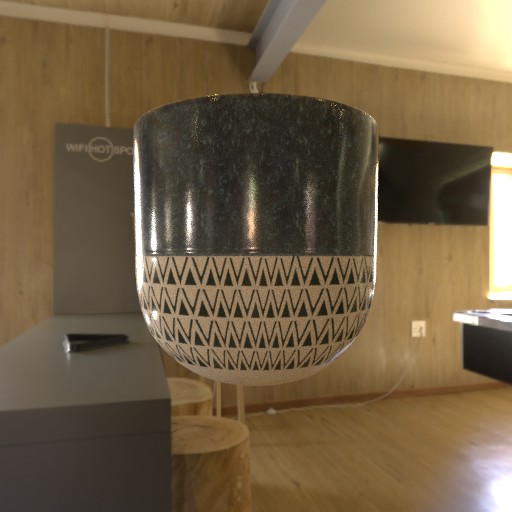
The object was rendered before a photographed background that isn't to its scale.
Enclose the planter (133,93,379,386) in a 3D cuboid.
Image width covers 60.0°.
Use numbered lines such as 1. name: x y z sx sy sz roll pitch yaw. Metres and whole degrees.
1. planter: 0.000 0.000 0.498 0.266 0.270 0.266 0 0 0
